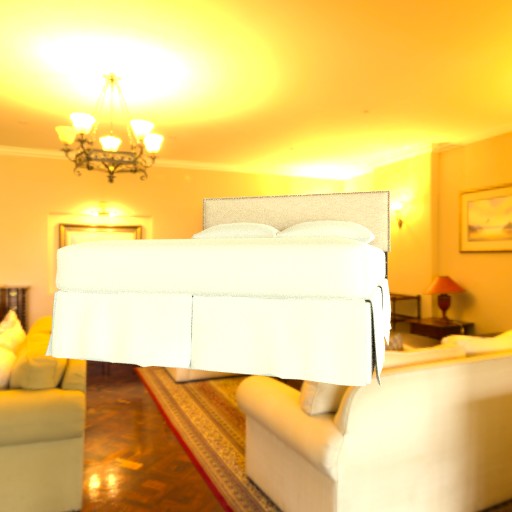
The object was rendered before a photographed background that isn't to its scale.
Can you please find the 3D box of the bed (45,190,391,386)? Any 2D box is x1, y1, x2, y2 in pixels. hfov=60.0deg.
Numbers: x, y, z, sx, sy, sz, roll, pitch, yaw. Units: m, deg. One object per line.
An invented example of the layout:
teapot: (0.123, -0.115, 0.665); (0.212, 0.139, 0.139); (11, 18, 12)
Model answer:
bed: (0.000, 0.000, 2.809); (1.616, 1.016, 1.876); (0, 0, 18)
